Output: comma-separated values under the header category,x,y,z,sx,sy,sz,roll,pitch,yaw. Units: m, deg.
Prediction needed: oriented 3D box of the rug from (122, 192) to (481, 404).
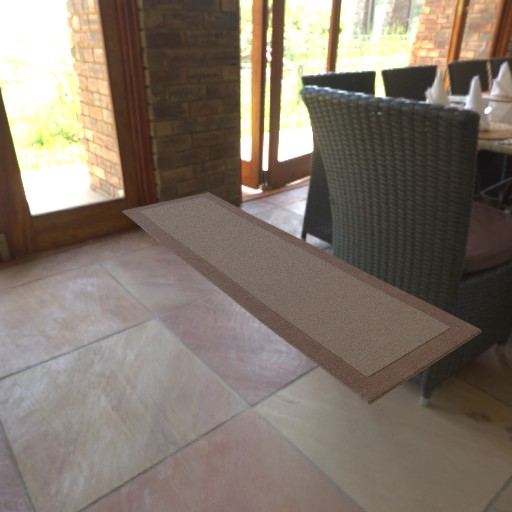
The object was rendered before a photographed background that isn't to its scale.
category,x,y,z,sx,sy,sz,roll,pitch,yaw
rug,0.000,0.000,2.680,0.767,0.012,2.430,-18,32,-32
